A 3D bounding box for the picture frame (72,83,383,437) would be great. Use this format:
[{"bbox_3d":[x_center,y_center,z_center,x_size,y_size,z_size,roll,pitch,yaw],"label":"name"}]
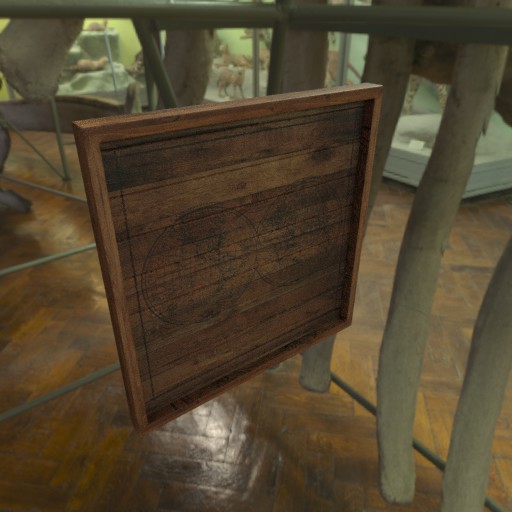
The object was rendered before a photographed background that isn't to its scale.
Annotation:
[{"bbox_3d":[0.000,0.000,0.528,0.352,0.356,0.028,-20,35,-31],"label":"picture frame"}]
